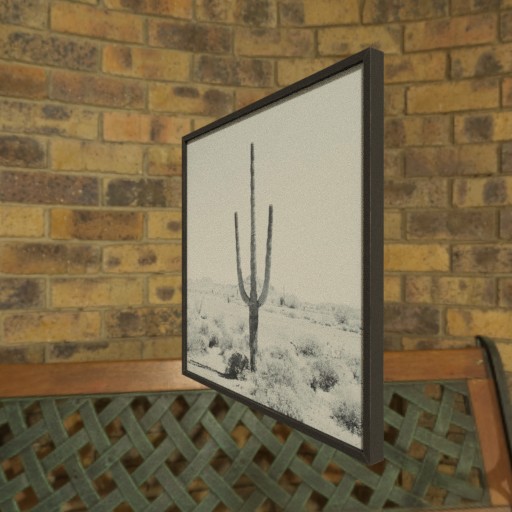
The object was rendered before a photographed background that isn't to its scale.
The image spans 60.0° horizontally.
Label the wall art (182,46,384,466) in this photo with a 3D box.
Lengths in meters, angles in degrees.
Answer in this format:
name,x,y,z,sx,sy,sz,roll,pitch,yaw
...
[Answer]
name,x,y,z,sx,sy,sz,roll,pitch,yaw
wall art,0.000,0.000,1.125,0.038,0.762,0.762,0,0,-36
